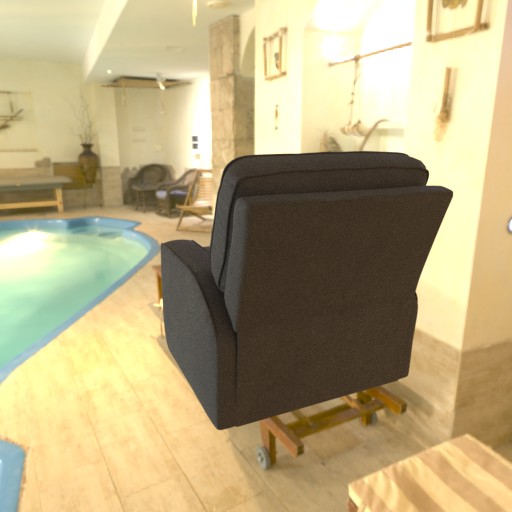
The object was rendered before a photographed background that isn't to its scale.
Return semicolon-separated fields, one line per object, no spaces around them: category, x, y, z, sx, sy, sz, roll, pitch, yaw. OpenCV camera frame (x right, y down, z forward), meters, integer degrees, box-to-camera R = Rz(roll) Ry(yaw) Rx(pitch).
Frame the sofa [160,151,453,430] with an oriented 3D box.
sofa;0.000;0.000;2.030;0.861;0.959;1.472;-7;16;-24
